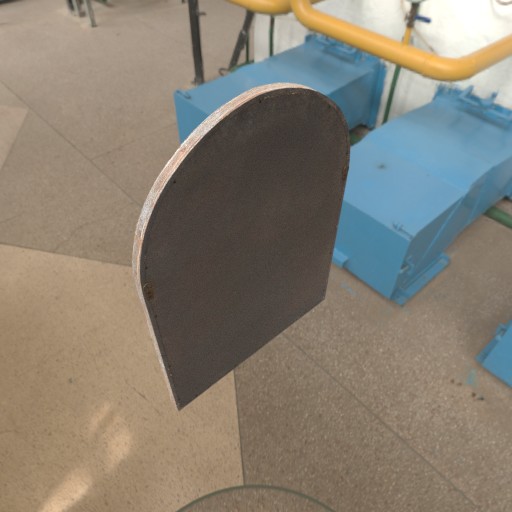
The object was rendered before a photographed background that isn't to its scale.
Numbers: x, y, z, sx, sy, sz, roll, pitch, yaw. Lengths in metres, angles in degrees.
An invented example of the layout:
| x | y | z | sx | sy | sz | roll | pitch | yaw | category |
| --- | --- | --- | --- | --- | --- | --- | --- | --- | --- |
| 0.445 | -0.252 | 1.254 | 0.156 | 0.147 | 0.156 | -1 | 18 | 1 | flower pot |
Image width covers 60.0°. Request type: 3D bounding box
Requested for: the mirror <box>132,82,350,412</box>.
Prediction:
| x | y | z | sx | sy | sz | roll | pitch | yaw | category |
| --- | --- | --- | --- | --- | --- | --- | --- | --- | --- |
| 0.000 | 0.000 | 1.185 | 0.660 | 0.920 | 0.032 | -33 | 55 | -27 | mirror |
